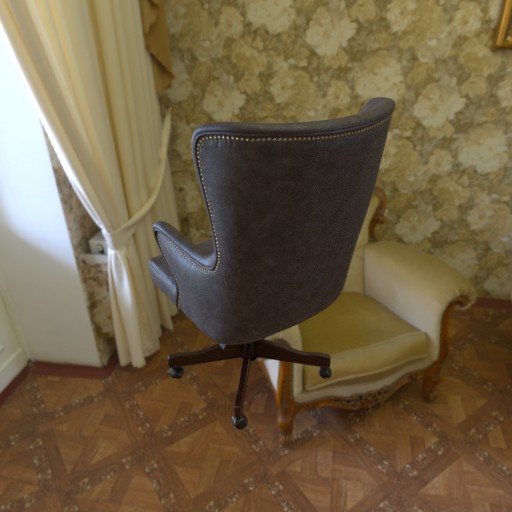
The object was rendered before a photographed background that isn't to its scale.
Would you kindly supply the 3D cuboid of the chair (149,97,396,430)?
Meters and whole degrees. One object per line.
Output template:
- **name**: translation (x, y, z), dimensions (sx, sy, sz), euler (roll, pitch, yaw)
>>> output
- **chair**: translation (0.000, 0.000, 1.485), dimensions (0.594, 1.037, 0.717), euler (-19, 35, -30)
